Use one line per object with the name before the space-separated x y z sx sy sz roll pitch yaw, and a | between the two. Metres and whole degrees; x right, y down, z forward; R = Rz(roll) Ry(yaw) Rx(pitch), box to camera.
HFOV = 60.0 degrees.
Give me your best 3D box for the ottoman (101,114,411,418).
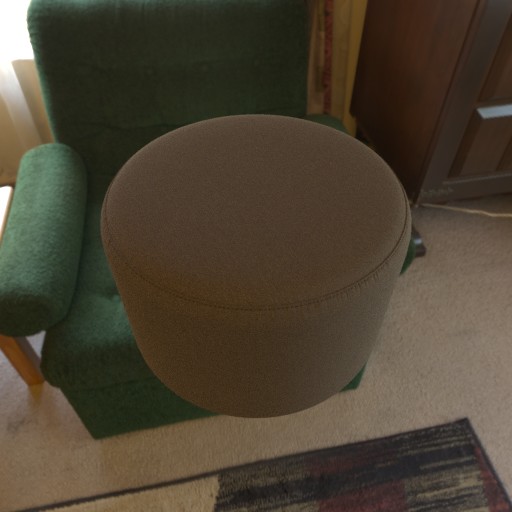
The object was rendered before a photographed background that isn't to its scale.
ottoman | 0.000 0.000 0.999 0.608 0.433 0.608 0 46 0
